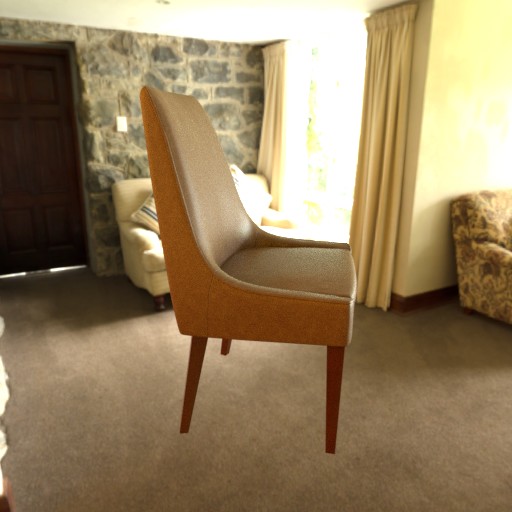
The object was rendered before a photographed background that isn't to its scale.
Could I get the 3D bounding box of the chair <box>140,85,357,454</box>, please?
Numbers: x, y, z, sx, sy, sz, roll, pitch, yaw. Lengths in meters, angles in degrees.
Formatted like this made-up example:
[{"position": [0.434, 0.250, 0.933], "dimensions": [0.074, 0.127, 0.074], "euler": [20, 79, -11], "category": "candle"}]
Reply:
[{"position": [0.000, 0.000, 1.220], "dimensions": [0.544, 0.861, 0.529], "euler": [3, 16, 10], "category": "chair"}]
